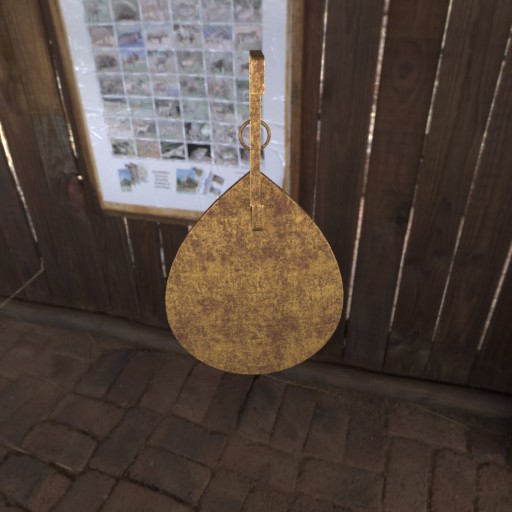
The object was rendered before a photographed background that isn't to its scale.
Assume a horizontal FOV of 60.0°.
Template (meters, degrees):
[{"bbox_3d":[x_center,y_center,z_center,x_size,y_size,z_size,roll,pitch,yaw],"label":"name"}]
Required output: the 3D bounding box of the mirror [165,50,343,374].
[{"bbox_3d":[0.000,0.000,0.887,0.405,0.744,0.144,-1,30,-2],"label":"mirror"}]
